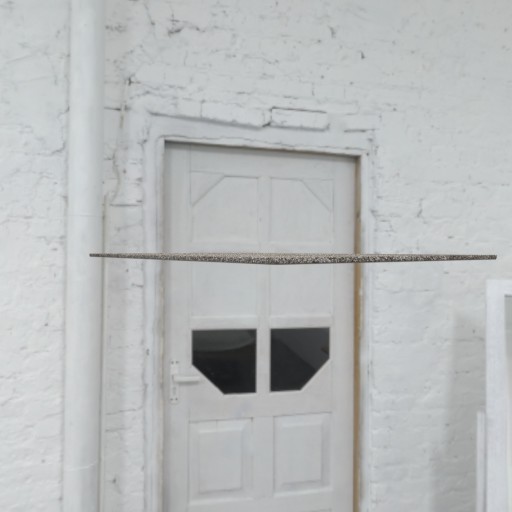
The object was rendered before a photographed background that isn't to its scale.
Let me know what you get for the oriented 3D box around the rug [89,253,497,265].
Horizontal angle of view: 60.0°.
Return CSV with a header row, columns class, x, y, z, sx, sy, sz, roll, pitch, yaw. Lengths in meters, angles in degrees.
class,x,y,z,sx,sy,sz,roll,pitch,yaw
rug,0.000,0.000,2.894,1.501,0.025,2.352,-1,1,-35
